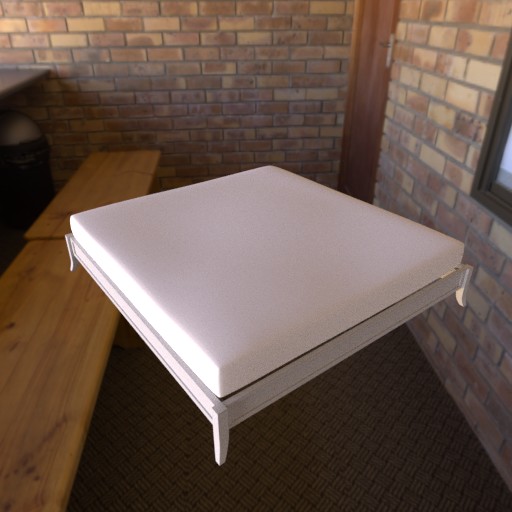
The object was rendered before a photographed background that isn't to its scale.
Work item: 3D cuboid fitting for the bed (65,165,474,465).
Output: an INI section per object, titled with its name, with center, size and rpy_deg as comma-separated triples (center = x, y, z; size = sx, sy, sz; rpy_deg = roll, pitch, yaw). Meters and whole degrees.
[bed]
center = 0.000, 0.000, 3.104
size = 2.007, 0.510, 2.108
rpy_deg = -21, 35, -32
